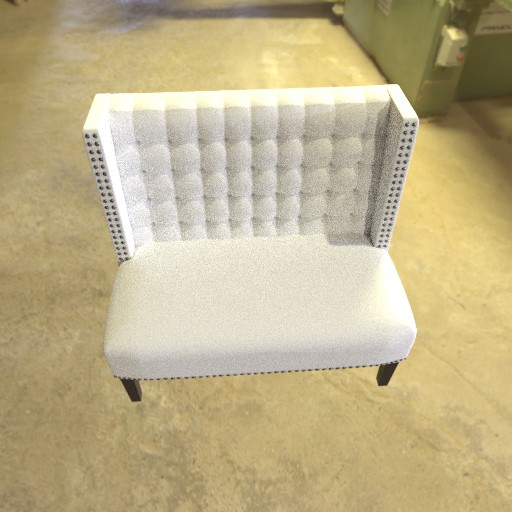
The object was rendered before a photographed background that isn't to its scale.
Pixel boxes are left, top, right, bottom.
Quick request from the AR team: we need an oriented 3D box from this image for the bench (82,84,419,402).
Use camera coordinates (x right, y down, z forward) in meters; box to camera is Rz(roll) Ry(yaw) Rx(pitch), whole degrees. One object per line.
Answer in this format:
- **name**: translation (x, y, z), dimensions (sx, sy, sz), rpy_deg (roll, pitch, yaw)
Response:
- **bench**: translation (0.000, 0.000, 1.944), dimensions (1.280, 1.123, 0.847), rpy_deg (-3, 47, -3)
